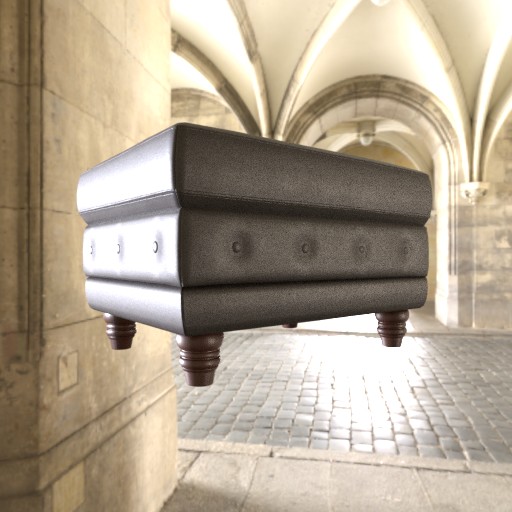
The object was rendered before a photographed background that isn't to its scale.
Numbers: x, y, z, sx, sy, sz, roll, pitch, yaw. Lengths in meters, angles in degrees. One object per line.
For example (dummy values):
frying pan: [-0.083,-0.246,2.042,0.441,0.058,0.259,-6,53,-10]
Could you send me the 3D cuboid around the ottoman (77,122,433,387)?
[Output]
ottoman: [0.000,0.000,1.208,0.795,0.498,0.590,0,0,-37]
